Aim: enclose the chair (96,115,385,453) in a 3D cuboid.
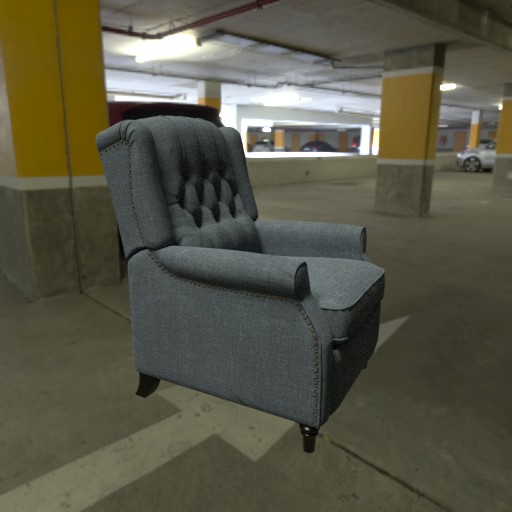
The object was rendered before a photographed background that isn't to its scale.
[{"bbox_3d":[0.000,0.000,1.683,0.898,1.035,0.742,8,16,28],"label":"chair"}]
